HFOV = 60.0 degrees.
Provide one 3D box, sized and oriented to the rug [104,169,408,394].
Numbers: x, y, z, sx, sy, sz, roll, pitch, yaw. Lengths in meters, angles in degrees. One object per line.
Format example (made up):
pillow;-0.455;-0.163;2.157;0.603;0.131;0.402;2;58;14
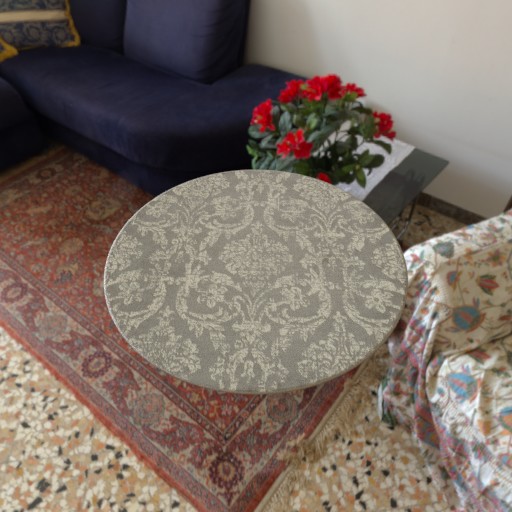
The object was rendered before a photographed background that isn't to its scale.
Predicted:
rug;0.000;0.000;2.385;1.593;0.012;1.593;0;46;0
